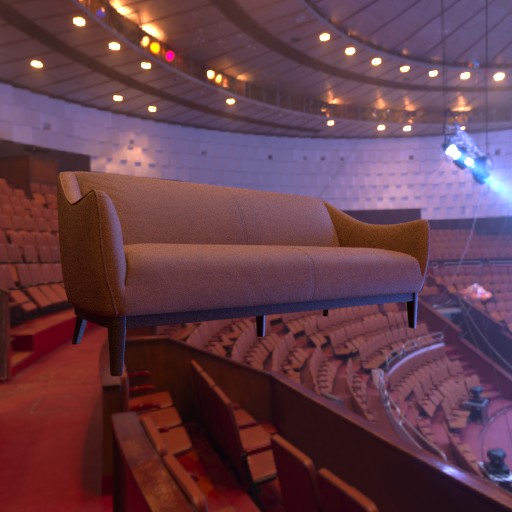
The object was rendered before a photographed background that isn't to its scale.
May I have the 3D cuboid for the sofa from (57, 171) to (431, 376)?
[{"bbox_3d":[0.000,0.000,2.323,1.928,0.830,0.869,0,0,-37],"label":"sofa"}]
